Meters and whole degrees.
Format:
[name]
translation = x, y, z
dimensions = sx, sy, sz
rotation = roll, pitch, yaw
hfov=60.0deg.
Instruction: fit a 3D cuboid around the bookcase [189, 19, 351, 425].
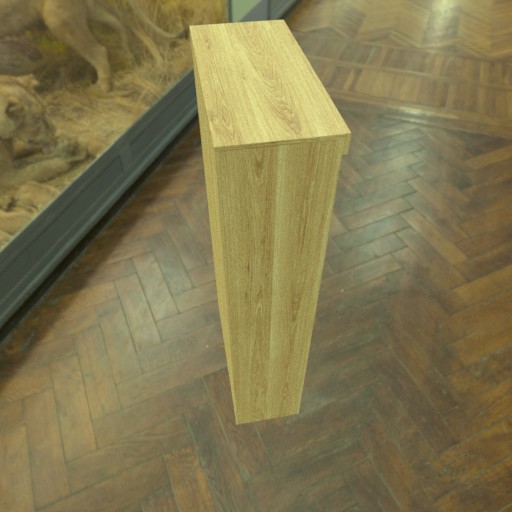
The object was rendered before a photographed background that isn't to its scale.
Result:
[bookcase]
translation = 0.000, 0.000, 2.377
dimensions = 0.420, 2.020, 0.950
rotation = -7, 48, -7
